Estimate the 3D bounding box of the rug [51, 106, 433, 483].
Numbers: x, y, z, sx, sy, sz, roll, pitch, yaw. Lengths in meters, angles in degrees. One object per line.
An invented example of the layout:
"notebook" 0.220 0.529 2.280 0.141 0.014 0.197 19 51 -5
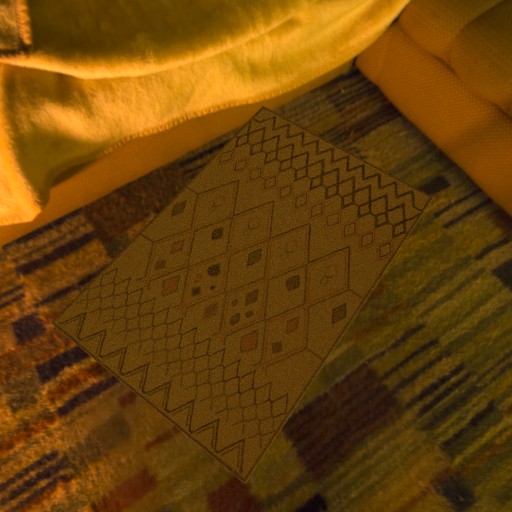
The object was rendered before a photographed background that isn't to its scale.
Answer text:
"rug" 0.000 0.000 2.400 1.219 0.016 1.829 33 68 15
